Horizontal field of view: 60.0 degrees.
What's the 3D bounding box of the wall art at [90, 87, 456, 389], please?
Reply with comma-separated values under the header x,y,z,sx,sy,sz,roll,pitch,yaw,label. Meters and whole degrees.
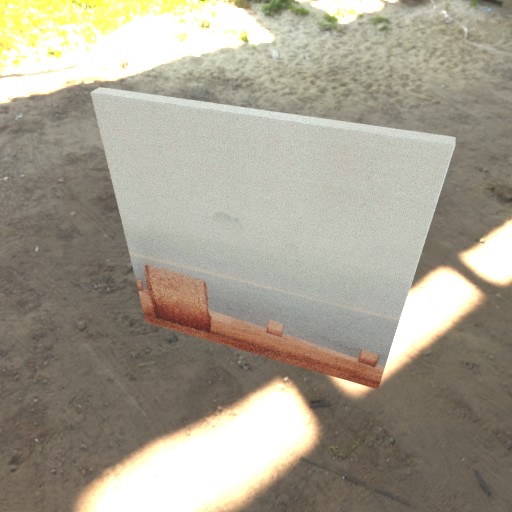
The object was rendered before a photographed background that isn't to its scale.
x,y,z,sx,sy,sz,roll,pitch,yaw,label
0.000,0.000,0.606,0.405,0.405,0.023,13,42,15,wall art
